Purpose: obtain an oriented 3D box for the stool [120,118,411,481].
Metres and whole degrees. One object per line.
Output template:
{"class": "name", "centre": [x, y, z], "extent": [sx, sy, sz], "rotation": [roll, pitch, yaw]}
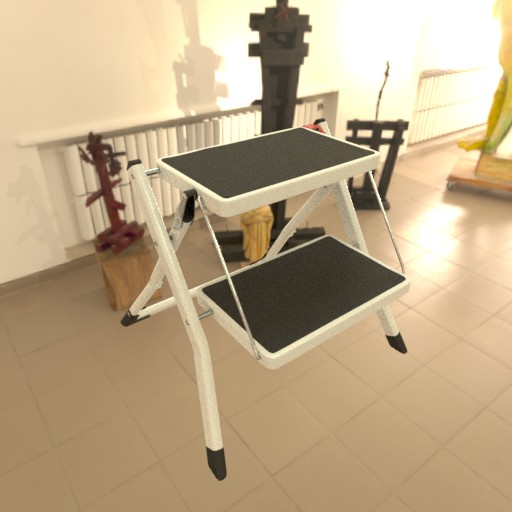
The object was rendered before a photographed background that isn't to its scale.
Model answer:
{"class": "stool", "centre": [0.000, 0.000, 0.860], "extent": [0.485, 0.445, 0.490], "rotation": [-22, 38, -31]}
